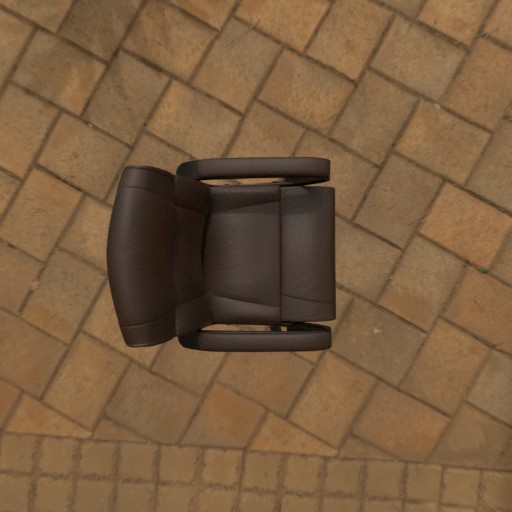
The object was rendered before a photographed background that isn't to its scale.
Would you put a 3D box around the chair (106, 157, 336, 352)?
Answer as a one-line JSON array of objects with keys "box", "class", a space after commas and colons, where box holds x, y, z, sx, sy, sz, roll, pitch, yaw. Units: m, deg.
[{"box": [0.000, 0.000, 1.528, 0.717, 1.004, 0.739, 0, 90, -1], "class": "chair"}]
